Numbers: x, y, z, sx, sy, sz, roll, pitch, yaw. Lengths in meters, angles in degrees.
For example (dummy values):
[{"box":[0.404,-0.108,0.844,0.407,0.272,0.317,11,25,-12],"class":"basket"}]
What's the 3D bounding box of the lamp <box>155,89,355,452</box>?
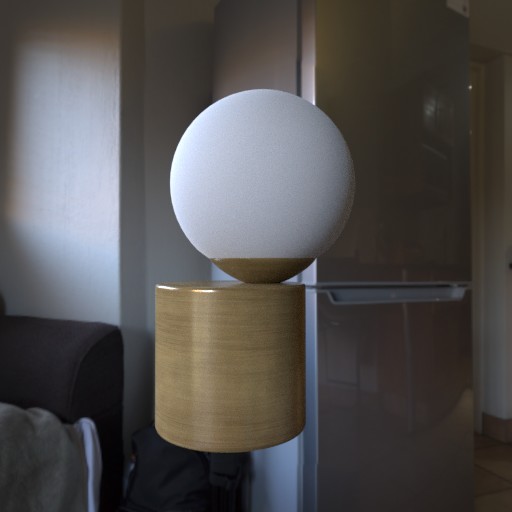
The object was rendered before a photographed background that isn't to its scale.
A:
[{"box":[0.000,0.000,0.343,0.152,0.250,0.141,0,-1,-19],"class":"lamp"}]
